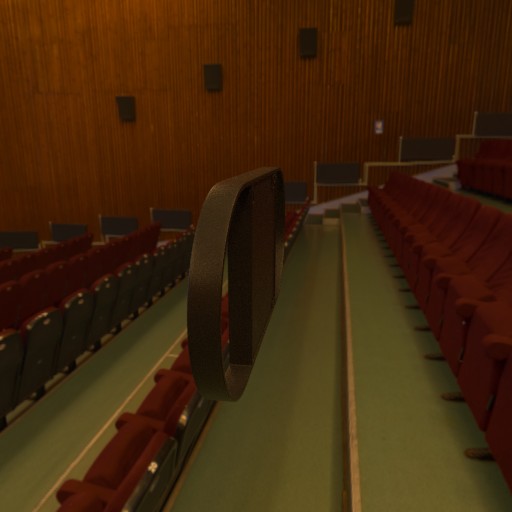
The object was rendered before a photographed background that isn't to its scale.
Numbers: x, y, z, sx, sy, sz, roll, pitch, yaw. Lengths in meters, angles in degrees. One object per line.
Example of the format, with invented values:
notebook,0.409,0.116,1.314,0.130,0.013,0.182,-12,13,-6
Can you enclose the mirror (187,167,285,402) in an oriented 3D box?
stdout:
mirror,0.000,0.000,0.687,0.032,0.254,0.584,2,15,9
